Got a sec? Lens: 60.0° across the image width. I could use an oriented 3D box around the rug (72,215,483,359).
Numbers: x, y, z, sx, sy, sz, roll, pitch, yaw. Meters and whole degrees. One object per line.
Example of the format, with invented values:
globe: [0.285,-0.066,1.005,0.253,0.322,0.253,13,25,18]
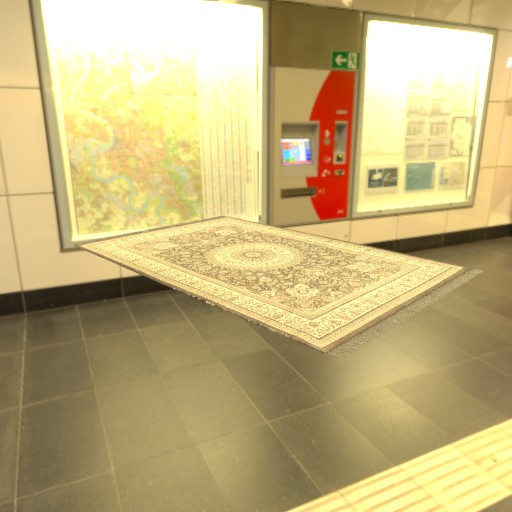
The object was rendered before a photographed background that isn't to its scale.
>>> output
rug: [0.000,0.000,4.248,2.143,0.015,3.422,-16,23,-43]
